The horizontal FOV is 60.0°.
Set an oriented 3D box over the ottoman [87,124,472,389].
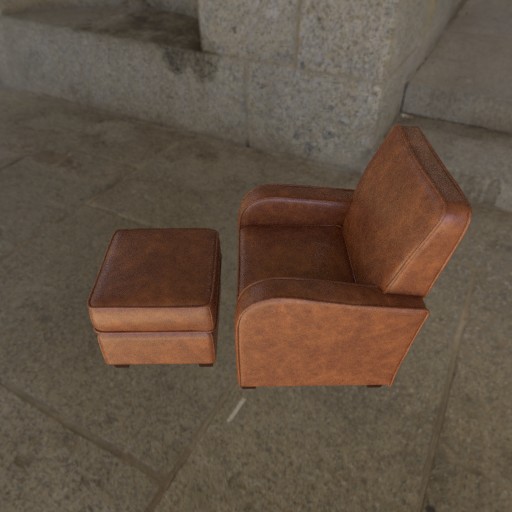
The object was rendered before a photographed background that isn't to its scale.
[{"bbox_3d":[0.000,0.000,1.832,1.314,0.904,0.732,0,41,-1],"label":"ottoman"}]
